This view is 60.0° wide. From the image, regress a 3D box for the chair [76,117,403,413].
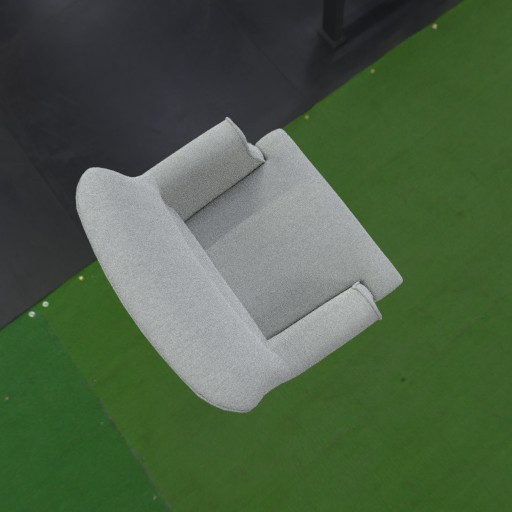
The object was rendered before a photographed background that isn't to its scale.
[{"bbox_3d":[0.000,0.000,1.473,0.750,0.875,0.781,-35,79,-8],"label":"chair"}]
